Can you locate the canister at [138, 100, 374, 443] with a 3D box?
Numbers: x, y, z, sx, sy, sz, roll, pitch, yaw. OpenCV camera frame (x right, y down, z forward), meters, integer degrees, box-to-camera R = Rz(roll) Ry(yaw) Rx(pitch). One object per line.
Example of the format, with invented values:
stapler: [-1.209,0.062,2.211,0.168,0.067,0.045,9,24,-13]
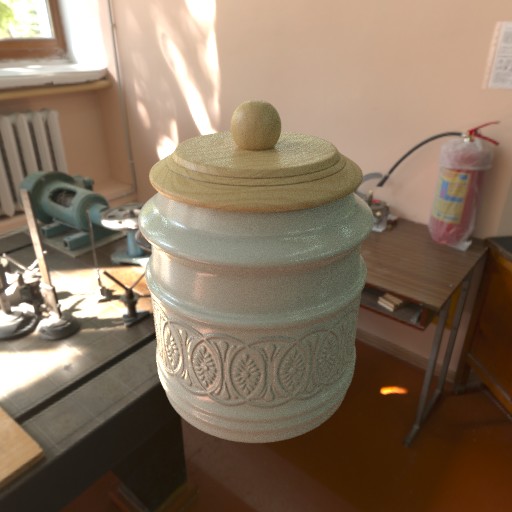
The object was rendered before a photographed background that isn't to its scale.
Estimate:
canister: [0.000,0.000,0.264,0.130,0.176,0.130,0,27,0]
